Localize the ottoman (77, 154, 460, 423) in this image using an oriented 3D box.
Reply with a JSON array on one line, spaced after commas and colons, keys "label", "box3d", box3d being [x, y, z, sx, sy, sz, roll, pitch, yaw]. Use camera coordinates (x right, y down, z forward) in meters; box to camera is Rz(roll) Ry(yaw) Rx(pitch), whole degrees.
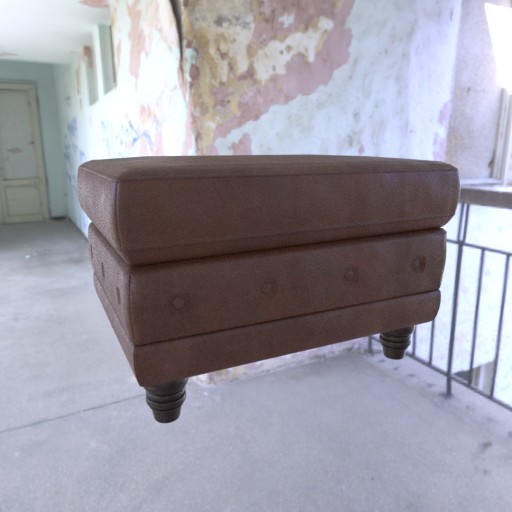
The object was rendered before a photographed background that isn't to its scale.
[{"label": "ottoman", "box3d": [0.000, 0.000, 1.156, 0.795, 0.509, 0.588, -7, 15, -26]}]
